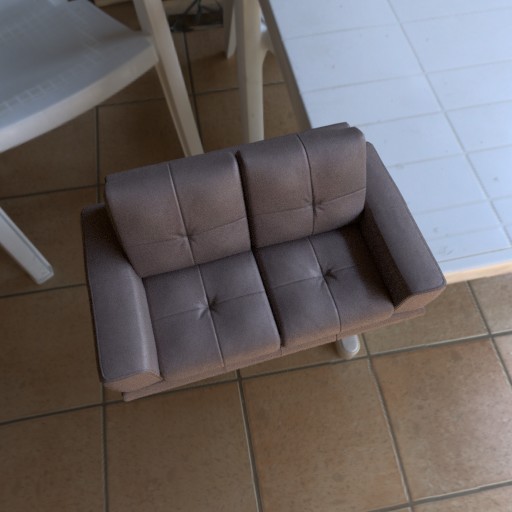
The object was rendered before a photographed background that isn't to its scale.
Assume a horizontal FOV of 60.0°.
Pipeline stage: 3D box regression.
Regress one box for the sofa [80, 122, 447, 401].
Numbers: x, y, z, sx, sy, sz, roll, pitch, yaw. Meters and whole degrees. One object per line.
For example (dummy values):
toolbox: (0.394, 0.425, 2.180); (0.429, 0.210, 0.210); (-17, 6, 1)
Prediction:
sofa: (0.000, 0.000, 2.431); (1.806, 0.907, 1.018); (-15, 64, -7)
